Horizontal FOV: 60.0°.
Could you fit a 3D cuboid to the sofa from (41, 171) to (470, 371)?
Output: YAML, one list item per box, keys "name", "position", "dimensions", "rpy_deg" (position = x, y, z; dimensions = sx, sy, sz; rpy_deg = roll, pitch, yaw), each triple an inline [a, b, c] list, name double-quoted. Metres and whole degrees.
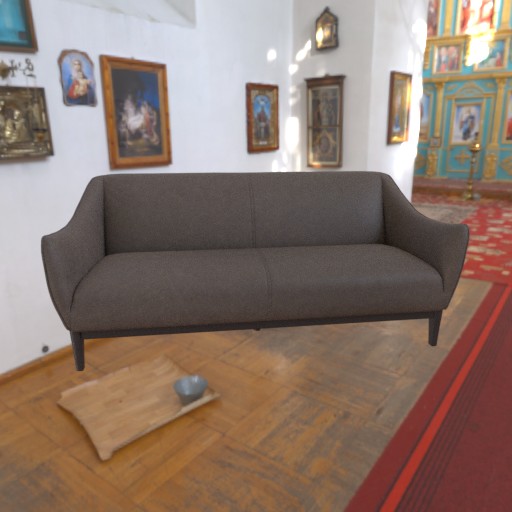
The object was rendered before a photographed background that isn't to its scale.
- name: "sofa"
  position: [0.000, 0.000, 2.377]
  dimensions: [1.928, 0.831, 0.869]
  rpy_deg: [-2, 15, -8]
